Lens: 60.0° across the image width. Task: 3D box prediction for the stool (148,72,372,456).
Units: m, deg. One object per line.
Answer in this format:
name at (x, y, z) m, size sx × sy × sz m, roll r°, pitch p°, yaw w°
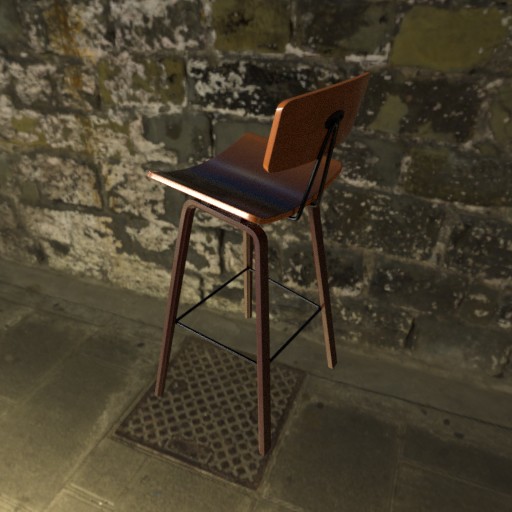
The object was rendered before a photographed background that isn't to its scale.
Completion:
stool at (0.000, 0.000, 1.243) m, size 0.440 × 0.969 × 0.509 m, roll 21°, pitch 38°, yaw 30°
